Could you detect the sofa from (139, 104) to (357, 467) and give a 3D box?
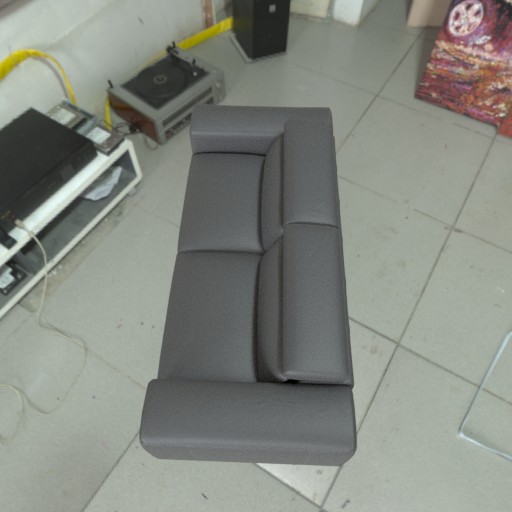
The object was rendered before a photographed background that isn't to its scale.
[{"bbox_3d":[0.000,0.000,2.771,1.023,0.759,2.321,2,58,1],"label":"sofa"}]
